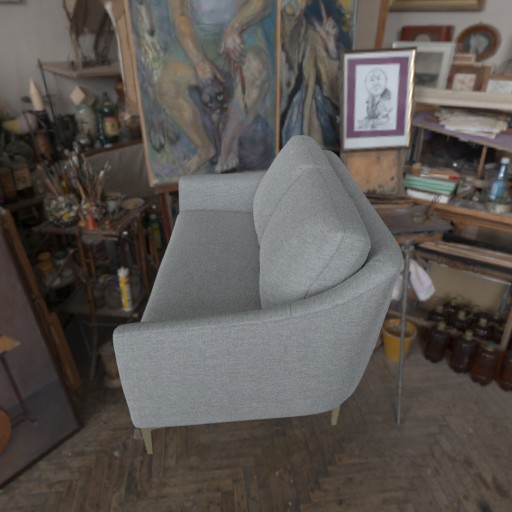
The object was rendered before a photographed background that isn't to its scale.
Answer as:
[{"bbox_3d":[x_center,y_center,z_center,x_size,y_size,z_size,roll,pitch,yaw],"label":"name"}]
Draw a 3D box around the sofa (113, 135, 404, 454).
[{"bbox_3d":[0.000,0.000,2.158,0.960,0.904,1.619,-1,28,-1],"label":"sofa"}]
